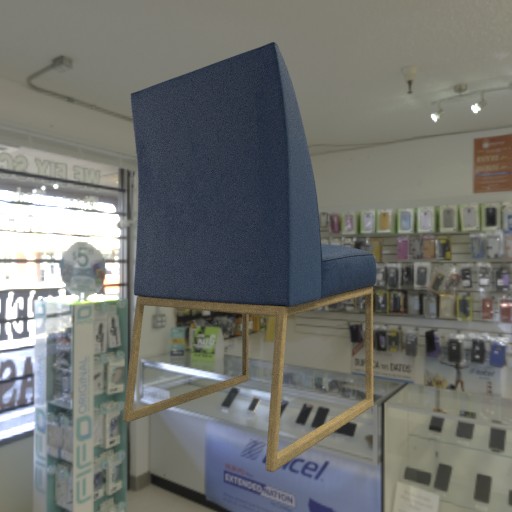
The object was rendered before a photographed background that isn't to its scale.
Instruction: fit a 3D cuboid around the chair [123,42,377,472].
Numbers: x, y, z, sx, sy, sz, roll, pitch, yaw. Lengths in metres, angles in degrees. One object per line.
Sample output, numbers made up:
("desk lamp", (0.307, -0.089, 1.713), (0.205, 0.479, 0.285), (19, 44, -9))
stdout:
("chair", (0.000, 0.000, 1.227), (0.508, 0.863, 0.522), (-1, -1, 37))
